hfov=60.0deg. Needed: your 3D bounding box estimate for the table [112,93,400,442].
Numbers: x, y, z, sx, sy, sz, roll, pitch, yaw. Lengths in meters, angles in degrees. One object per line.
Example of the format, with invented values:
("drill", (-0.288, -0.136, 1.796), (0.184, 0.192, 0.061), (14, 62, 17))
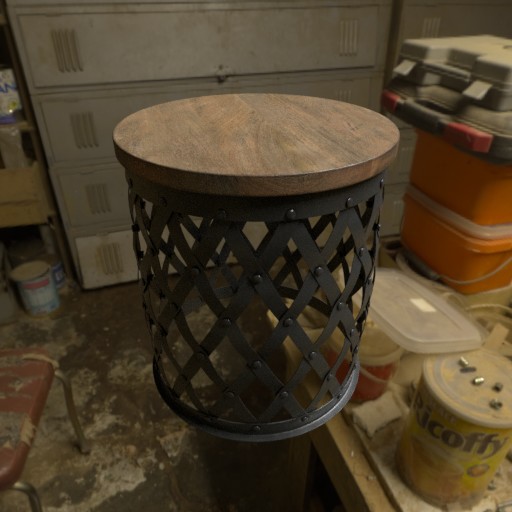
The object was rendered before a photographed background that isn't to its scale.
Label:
("table", (0.000, 0.000, 0.765), (0.405, 0.454, 0.405), (0, 32, 0))
